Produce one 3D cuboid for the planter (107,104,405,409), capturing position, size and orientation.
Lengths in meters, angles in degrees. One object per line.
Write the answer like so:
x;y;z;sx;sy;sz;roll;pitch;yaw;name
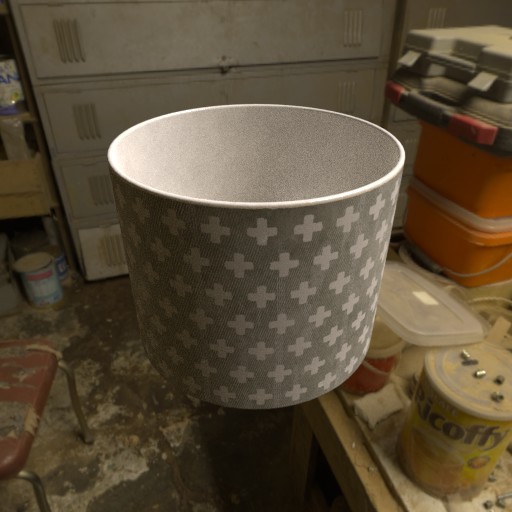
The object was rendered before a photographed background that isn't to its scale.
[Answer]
0.000;0.000;0.342;0.190;0.181;0.190;0;33;0;planter
